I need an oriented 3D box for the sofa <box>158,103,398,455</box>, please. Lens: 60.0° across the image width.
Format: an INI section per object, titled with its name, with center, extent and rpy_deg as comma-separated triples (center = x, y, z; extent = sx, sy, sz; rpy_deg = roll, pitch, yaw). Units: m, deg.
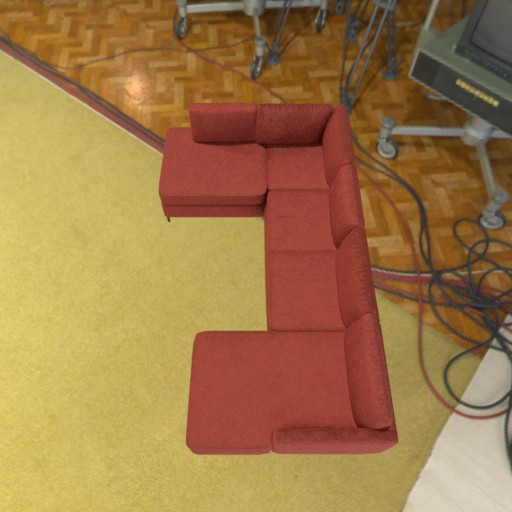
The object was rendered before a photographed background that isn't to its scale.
[sofa]
center = 0.000, 0.000, 4.240
extent = 2.055, 0.992, 3.434
rpy_deg = 0, 59, 0
